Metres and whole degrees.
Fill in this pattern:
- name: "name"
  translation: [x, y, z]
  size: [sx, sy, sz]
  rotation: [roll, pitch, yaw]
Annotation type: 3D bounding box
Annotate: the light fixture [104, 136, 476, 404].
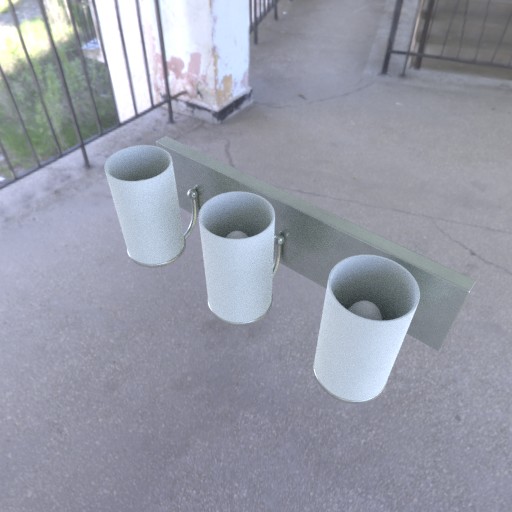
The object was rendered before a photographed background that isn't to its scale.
- name: "light fixture"
  translation: [0.000, 0.000, 0.539]
  size: [0.451, 0.172, 0.145]
  rotation: [30, 52, 26]
